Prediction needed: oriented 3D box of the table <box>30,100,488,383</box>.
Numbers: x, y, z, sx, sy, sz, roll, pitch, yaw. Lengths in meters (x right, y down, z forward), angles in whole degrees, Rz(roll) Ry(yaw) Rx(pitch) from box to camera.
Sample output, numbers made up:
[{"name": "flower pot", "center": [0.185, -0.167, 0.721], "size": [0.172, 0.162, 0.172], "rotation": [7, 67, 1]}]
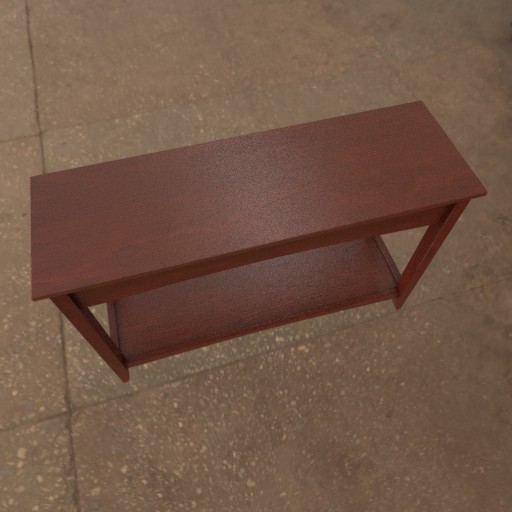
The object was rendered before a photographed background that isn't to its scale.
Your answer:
[{"name": "table", "center": [0.000, 0.000, 1.519], "size": [1.188, 0.739, 0.392], "rotation": [-13, 59, -8]}]
